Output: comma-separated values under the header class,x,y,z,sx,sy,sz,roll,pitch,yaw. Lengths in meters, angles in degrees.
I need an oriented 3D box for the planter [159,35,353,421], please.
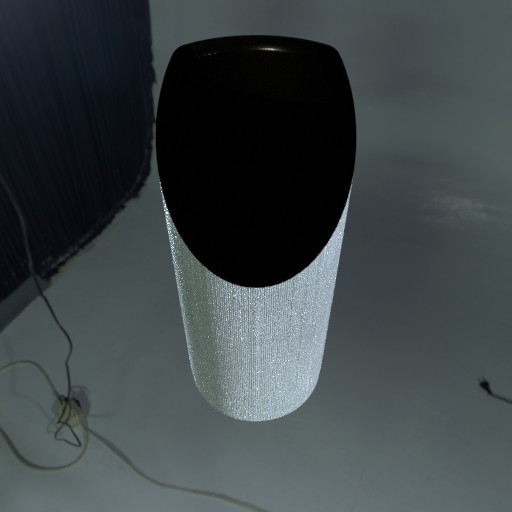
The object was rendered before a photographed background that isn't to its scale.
class,x,y,z,sx,sy,sz,roll,pitch,yaw
planter,0.000,0.000,0.124,0.045,0.103,0.045,12,43,13
